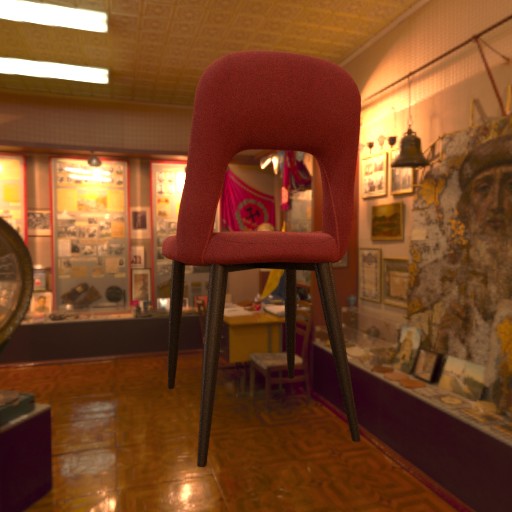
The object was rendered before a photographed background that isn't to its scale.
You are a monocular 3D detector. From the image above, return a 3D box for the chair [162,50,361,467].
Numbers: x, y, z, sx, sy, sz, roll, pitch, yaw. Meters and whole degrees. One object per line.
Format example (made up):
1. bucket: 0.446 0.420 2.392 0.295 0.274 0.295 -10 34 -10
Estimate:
1. chair: 0.000 0.000 1.220 0.483 0.892 0.569 -1 2 -16
